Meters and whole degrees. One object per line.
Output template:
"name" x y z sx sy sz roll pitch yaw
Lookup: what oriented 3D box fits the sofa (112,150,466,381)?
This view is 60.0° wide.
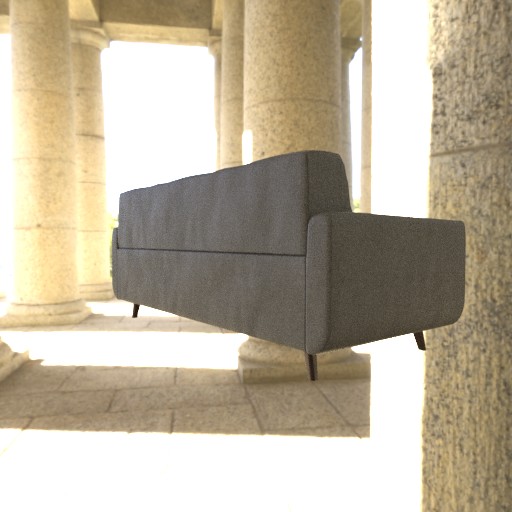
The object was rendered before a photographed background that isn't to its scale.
"sofa" 0.000 0.000 2.577 0.968 0.873 2.055 -2 3 -38
